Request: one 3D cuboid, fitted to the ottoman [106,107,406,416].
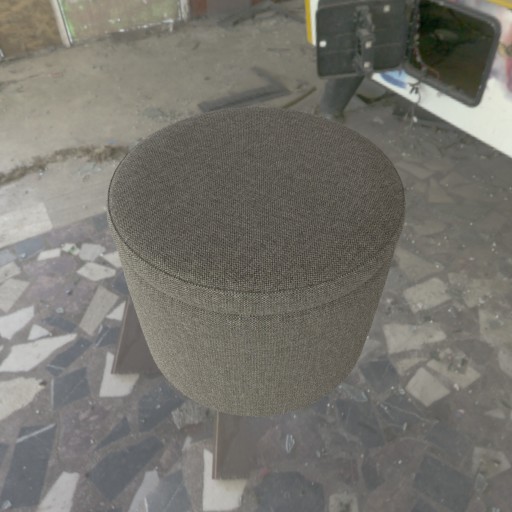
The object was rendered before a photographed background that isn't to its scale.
[{"bbox_3d":[0.000,0.000,0.915,0.520,0.430,0.520,0,47,0],"label":"ottoman"}]
